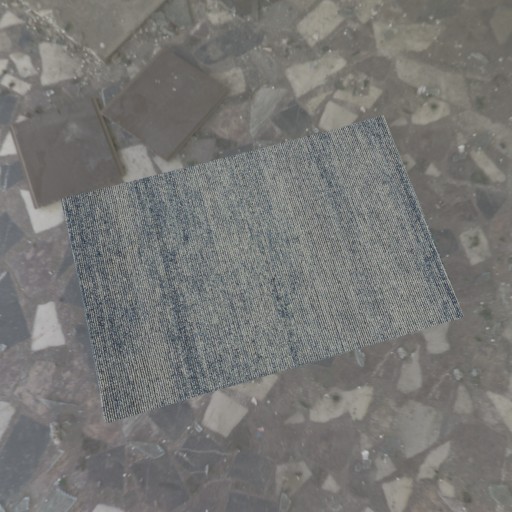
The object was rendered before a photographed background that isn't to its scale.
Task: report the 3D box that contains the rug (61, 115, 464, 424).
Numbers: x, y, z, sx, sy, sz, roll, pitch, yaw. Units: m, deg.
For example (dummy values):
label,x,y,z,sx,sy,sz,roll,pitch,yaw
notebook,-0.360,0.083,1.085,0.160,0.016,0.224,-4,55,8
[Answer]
label,x,y,z,sx,sy,sz,roll,pitch,yaw
rug,0.000,0.000,2.214,1.777,0.021,1.145,-15,76,-4
